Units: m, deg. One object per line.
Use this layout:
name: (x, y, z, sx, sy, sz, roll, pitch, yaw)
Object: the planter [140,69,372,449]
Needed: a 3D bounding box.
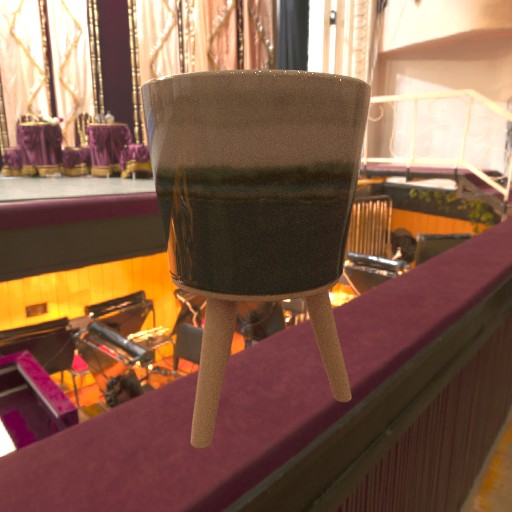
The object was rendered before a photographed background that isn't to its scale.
planter: (0.000, 0.000, 0.464, 0.217, 0.331, 0.217, -13, 19, -43)
